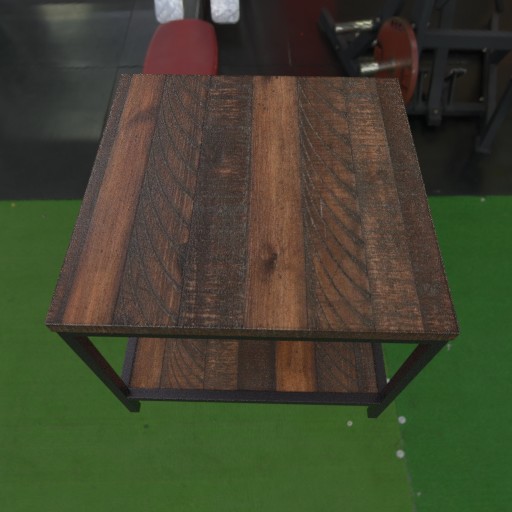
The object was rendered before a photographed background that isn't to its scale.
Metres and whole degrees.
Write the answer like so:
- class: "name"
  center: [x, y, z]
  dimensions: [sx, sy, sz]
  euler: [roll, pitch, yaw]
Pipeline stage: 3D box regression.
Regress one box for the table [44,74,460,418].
- class: "table"
  center: [0.000, 0.000, 0.939]
  dimensions: [0.553, 0.482, 0.548]
  euler: [1, 57, 1]
